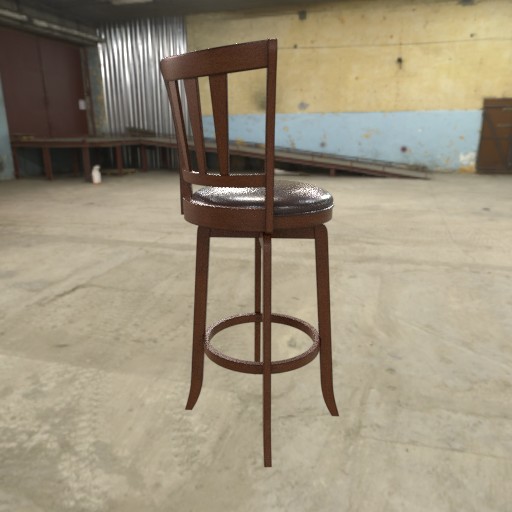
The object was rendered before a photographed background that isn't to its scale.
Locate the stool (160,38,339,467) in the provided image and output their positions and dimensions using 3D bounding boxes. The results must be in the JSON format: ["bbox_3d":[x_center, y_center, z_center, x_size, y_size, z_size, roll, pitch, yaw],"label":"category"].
[{"bbox_3d":[0.000,0.000,1.421,0.503,1.177,0.464,-15,22,-43],"label":"stool"}]
